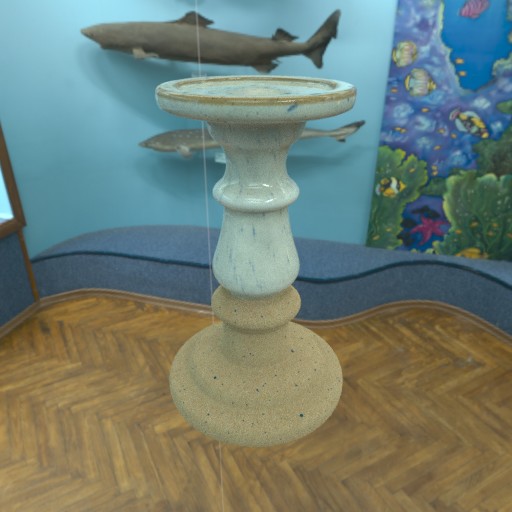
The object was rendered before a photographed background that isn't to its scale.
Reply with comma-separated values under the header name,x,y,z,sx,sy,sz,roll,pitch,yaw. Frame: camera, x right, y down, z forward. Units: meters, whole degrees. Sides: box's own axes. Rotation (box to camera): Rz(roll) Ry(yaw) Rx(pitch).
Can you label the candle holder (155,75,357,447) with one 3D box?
name,x,y,z,sx,sy,sz,roll,pitch,yaw
candle holder,0.000,0.000,0.277,0.123,0.202,0.123,0,27,0
